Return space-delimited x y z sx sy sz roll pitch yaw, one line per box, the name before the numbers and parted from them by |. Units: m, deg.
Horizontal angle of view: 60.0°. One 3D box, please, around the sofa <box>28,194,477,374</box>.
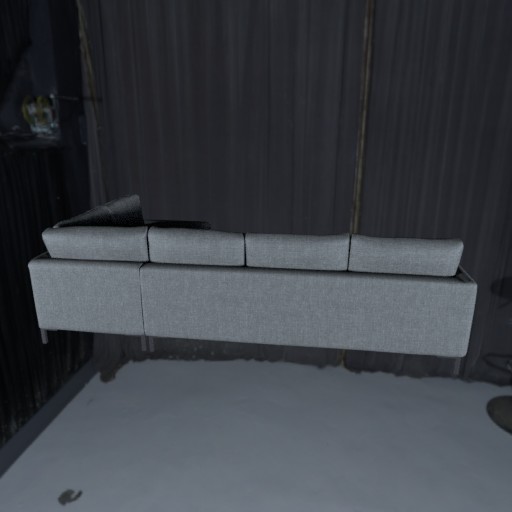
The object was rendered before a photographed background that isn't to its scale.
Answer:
sofa | 0.000 0.000 3.808 2.972 0.858 1.984 2 17 8
